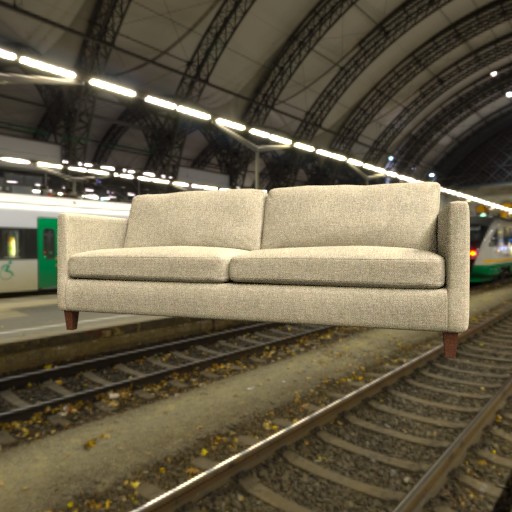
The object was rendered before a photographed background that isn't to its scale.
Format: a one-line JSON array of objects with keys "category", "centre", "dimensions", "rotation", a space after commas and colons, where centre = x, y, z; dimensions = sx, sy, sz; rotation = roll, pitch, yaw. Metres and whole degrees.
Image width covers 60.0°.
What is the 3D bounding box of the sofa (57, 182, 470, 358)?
[{"category": "sofa", "centre": [0.000, 0.000, 2.887], "dimensions": [2.434, 0.951, 0.948], "rotation": [0, 1, 19]}]
